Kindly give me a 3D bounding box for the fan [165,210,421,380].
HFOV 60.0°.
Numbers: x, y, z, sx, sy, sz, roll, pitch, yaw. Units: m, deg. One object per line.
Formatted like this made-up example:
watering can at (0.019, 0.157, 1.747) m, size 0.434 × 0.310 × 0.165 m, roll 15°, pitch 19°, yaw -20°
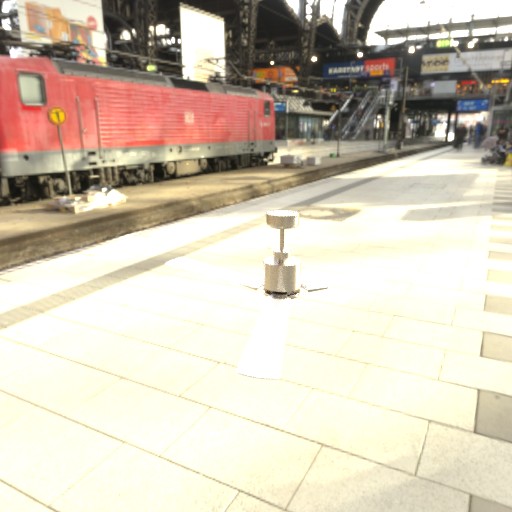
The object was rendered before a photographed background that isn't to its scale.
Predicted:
fan at (0.000, 0.000, 2.330) m, size 1.531 × 0.446 × 1.561 m, roll 8°, pitch 18°, yaw 25°
